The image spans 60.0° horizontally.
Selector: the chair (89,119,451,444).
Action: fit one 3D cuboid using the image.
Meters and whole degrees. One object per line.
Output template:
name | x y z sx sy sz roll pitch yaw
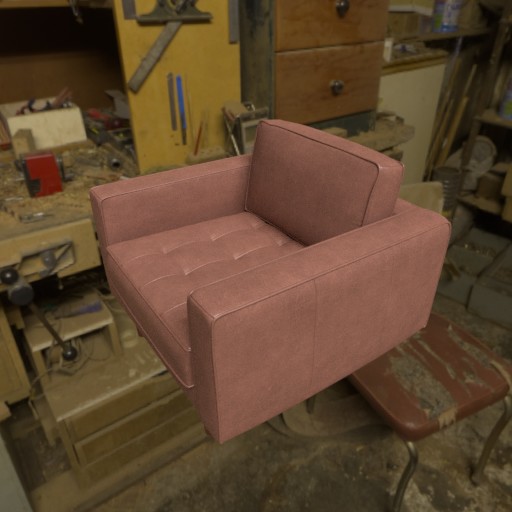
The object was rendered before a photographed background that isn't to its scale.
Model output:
chair | 0.000 0.000 1.555 0.900 0.770 0.920 -20 37 -29
